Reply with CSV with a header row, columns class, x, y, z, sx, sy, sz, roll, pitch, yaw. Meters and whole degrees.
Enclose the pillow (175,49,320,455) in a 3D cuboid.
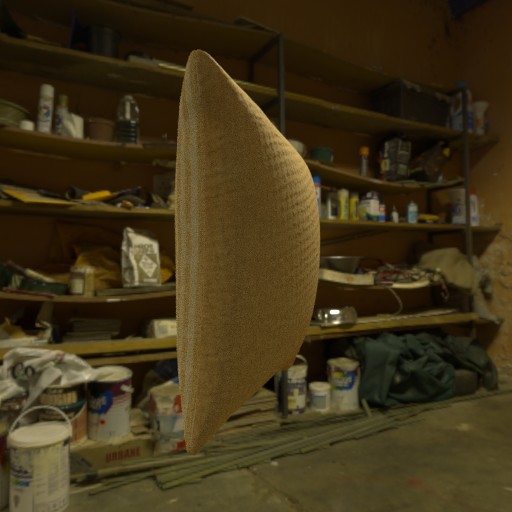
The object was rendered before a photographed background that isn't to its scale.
class,x,y,z,sx,sy,sz,roll,pitch,yaw
pillow,0.000,0.000,0.640,0.173,0.407,0.419,-1,-2,17
